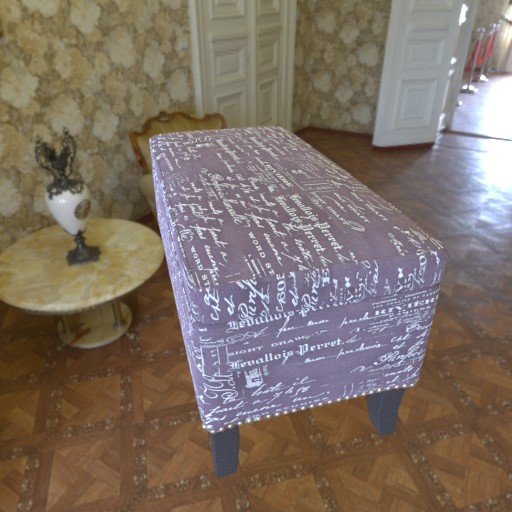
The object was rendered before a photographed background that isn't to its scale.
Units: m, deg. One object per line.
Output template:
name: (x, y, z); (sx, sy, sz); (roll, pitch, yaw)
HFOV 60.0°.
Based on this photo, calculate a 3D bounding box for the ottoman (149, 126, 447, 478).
ottoman: (0.000, 0.000, 1.057); (0.406, 0.457, 0.813); (-8, 31, -14)
